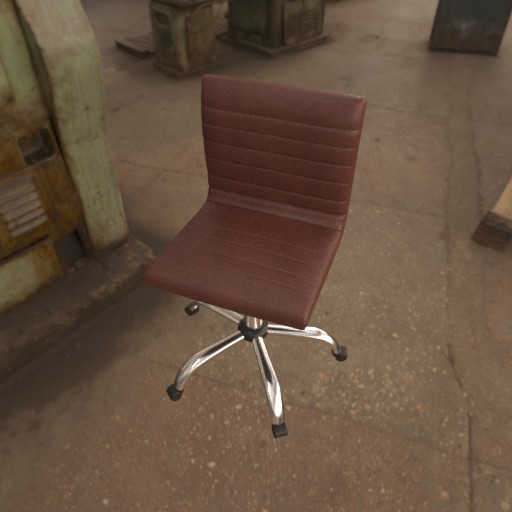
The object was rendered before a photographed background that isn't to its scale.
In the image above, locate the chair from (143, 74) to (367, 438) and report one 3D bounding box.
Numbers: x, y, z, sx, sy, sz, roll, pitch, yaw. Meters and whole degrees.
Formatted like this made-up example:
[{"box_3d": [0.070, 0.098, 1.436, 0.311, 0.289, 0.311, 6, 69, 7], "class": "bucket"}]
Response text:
[{"box_3d": [0.000, 0.000, 1.143, 0.556, 0.780, 0.530, 14, 44, 16], "class": "chair"}]
